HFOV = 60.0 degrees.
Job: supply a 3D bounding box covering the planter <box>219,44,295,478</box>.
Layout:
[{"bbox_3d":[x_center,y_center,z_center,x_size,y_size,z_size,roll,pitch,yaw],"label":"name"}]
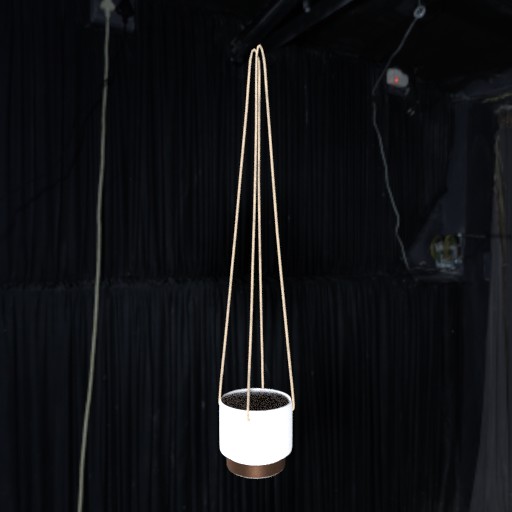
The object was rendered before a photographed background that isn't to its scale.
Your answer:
[{"bbox_3d":[0.000,0.000,0.894,0.146,0.841,0.146,0,0,-34],"label":"planter"}]
